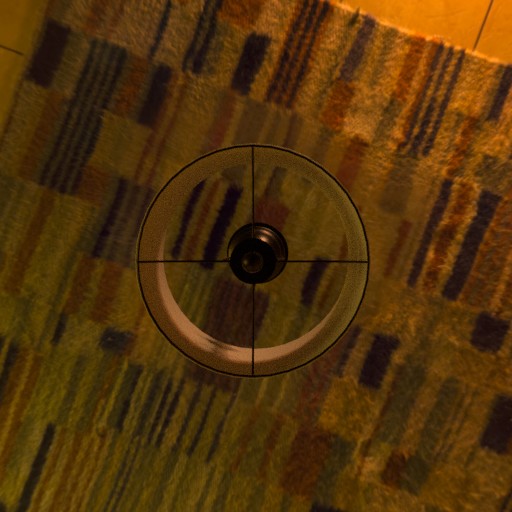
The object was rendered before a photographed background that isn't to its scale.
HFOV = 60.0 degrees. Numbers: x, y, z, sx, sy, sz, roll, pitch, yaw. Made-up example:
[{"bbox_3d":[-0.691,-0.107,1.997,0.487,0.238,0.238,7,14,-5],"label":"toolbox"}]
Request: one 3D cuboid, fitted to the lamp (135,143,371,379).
[{"bbox_3d":[0.000,0.000,0.960,0.383,0.726,0.383,0,91,1],"label":"lamp"}]
